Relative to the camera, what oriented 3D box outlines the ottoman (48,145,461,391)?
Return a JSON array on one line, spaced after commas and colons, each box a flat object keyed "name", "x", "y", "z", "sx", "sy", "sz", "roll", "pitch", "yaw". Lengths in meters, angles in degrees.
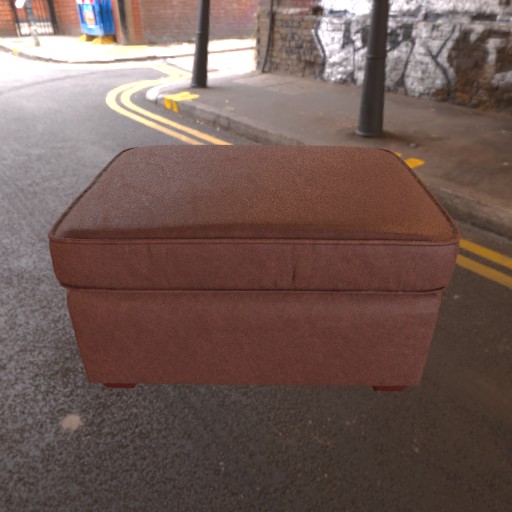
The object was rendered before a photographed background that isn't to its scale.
[{"name": "ottoman", "x": 0.000, "y": 0.000, "z": 1.069, "sx": 0.749, "sy": 0.449, "sz": 0.548, "roll": 0, "pitch": 30, "yaw": 1}]
